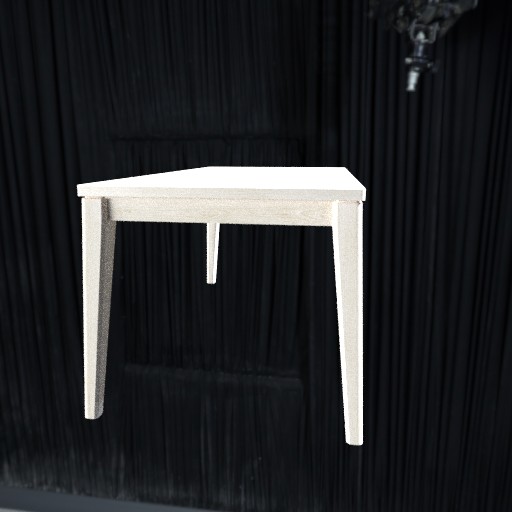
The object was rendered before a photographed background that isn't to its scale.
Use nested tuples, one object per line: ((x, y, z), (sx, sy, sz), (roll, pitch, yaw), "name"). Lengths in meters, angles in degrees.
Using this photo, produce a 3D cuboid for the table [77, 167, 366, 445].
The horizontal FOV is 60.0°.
((0.000, 0.000, 2.077), (0.900, 0.760, 1.600), (2, 13, 9), "table")
